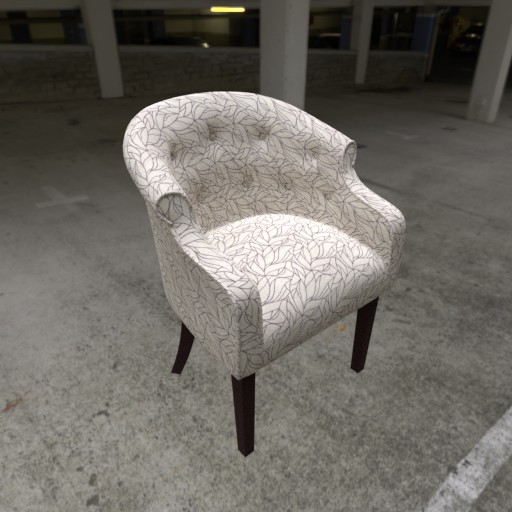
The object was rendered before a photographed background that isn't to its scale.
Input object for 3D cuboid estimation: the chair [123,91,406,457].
[{"bbox_3d":[0.000,0.000,1.325,0.686,0.858,0.613,-23,37,-34],"label":"chair"}]
